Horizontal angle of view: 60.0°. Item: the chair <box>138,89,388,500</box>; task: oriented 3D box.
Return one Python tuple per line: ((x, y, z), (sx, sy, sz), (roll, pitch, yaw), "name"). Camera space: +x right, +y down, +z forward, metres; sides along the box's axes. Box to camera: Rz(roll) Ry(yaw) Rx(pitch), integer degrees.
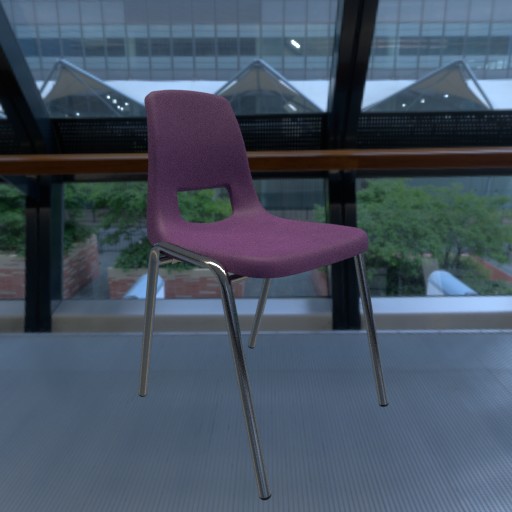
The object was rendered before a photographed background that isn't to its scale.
((0.000, 0.000, 0.887), (0.381, 0.654, 0.432), (-14, 20, -42), "chair")
